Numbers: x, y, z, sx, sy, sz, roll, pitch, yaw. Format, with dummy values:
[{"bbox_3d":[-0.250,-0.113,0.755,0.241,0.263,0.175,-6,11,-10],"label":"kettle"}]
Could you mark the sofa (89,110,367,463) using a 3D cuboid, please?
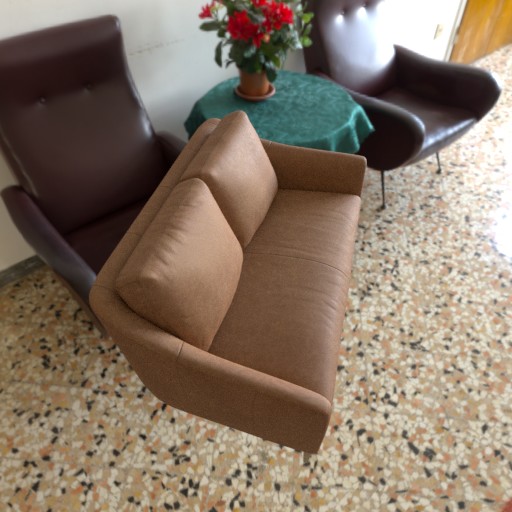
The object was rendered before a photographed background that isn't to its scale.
[{"bbox_3d":[0.000,0.000,2.226,0.960,0.902,1.619,10,46,10],"label":"sofa"}]
